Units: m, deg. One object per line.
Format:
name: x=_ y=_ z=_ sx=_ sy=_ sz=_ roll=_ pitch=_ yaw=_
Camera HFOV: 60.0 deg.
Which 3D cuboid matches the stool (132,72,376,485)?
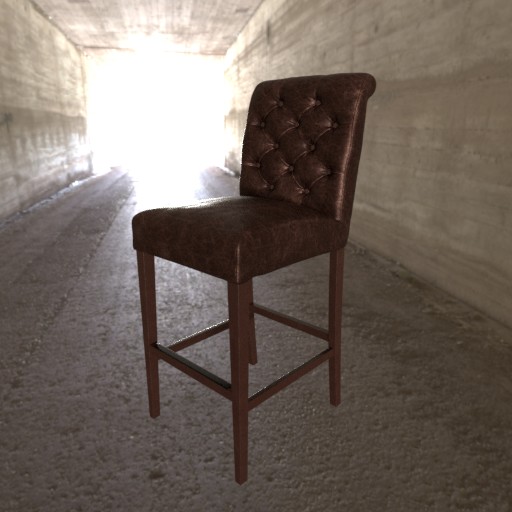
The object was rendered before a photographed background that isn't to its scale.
stool: x=0.000 y=0.000 z=1.495 sx=0.483 sy=1.168 sz=0.659 roll=15 pitch=23 yaw=41
